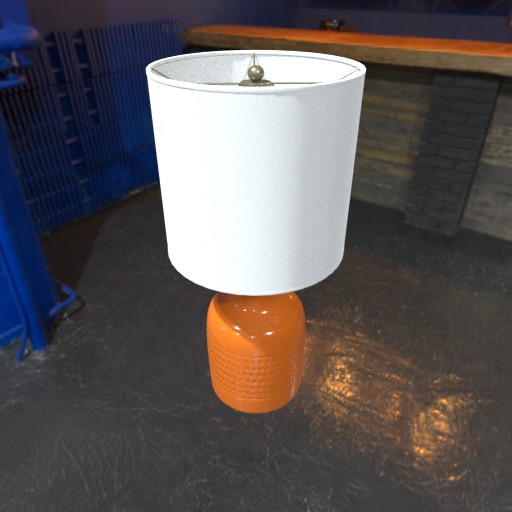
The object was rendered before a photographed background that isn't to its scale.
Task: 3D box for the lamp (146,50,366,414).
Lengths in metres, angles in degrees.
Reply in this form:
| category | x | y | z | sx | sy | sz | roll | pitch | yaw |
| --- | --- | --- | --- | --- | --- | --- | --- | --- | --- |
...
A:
| category | x | y | z | sx | sy | sz | roll | pitch | yaw |
| --- | --- | --- | --- | --- | --- | --- | --- | --- | --- |
| lamp | 0.000 | 0.000 | 1.089 | 0.418 | 0.871 | 0.418 | 22 | 38 | 31 |
